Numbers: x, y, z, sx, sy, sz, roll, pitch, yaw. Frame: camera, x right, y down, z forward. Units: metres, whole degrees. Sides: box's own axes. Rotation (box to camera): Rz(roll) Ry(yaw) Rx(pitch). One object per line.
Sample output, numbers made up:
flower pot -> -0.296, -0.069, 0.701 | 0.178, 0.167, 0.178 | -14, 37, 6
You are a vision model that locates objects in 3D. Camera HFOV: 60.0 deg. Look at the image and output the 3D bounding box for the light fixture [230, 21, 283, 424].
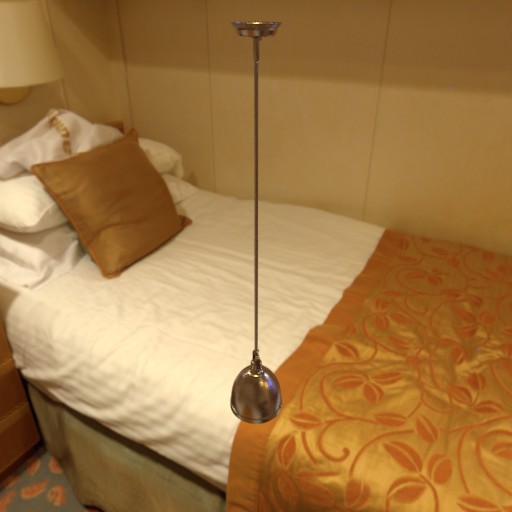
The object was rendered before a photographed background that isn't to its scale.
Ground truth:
light fixture -> 0.000, 0.000, 1.466 | 0.211, 1.367, 0.217 | -8, 31, -14
